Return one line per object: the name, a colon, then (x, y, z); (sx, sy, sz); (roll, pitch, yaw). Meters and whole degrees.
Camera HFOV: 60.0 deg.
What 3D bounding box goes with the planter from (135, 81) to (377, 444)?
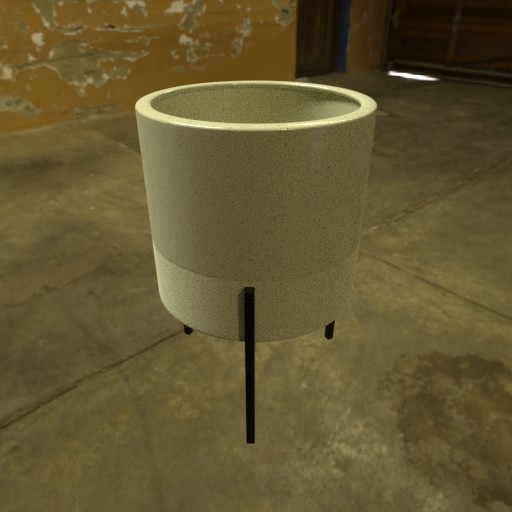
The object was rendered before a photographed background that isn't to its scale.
planter: (0.000, 0.000, 0.339); (0.152, 0.230, 0.159); (1, 30, 3)
